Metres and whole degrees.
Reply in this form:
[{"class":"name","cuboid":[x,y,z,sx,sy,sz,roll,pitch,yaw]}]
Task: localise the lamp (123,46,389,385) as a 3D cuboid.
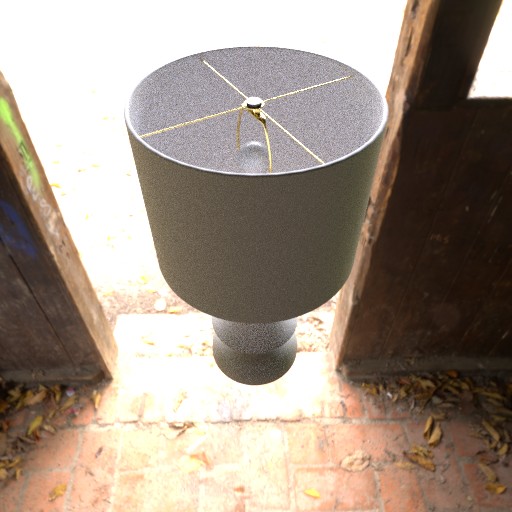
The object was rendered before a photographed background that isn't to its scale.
[{"class":"lamp","cuboid":[0.000,0.000,0.706,0.301,0.533,0.301,-23,51,-20]}]
